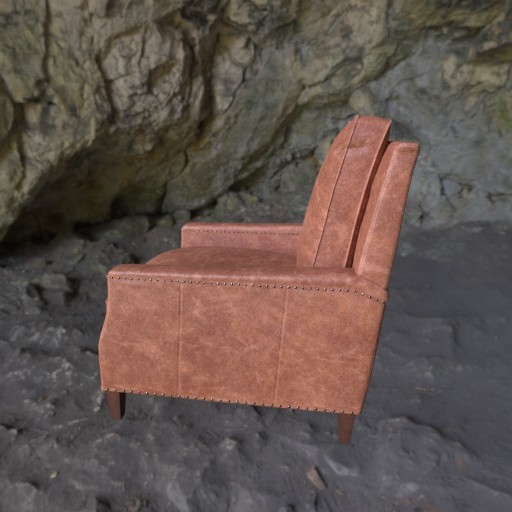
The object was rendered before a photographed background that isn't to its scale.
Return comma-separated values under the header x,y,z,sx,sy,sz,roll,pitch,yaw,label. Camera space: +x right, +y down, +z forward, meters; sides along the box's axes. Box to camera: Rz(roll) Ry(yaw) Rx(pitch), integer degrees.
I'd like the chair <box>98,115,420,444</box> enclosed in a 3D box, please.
x,y,z,sx,sy,sz,roll,pitch,yaw,label
0.000,0.000,1.780,1.035,1.054,0.854,2,15,9,chair
